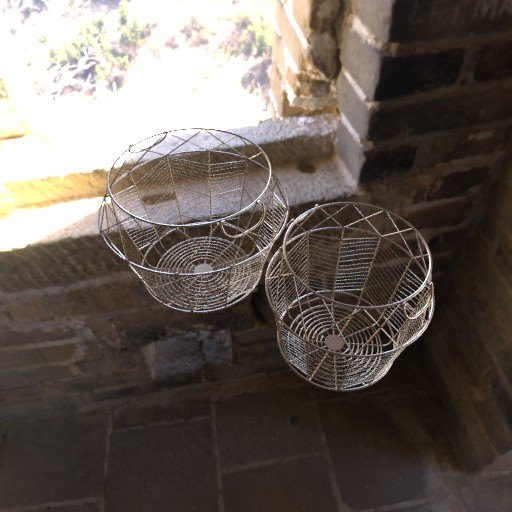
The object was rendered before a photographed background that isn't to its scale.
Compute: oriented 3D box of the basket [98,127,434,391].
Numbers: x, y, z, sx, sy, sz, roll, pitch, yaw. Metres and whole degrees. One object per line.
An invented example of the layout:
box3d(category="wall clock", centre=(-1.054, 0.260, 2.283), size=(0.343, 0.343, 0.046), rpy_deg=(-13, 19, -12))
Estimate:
box3d(category="basket", centre=(0.000, 0.000, 1.045), size=(0.805, 0.343, 0.451), rpy_deg=(27, 52, 23))
